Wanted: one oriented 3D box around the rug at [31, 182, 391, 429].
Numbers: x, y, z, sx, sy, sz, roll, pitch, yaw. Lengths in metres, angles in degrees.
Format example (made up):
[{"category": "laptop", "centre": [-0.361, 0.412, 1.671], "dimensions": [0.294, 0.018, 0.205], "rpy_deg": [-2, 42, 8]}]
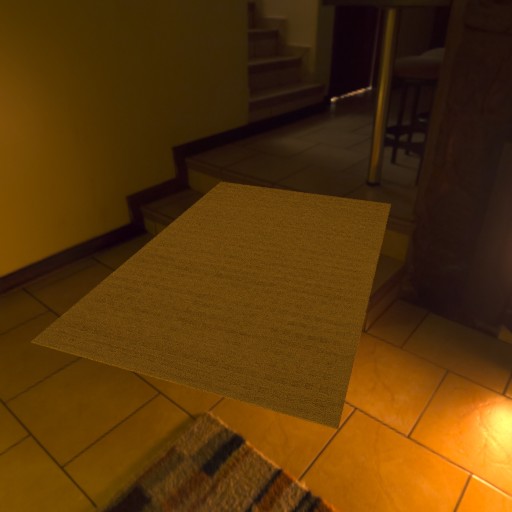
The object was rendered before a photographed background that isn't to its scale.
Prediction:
[{"category": "rug", "centre": [0.000, 0.000, 2.188], "dimensions": [1.142, 0.006, 1.752], "rpy_deg": [10, 32, 17]}]
